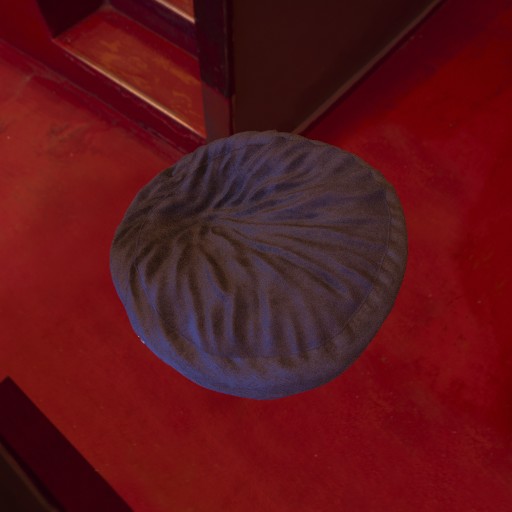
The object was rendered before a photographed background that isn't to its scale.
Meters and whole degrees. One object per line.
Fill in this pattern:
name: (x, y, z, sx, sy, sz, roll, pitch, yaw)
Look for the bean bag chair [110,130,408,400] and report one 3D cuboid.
bean bag chair: (0.000, 0.000, 2.035, 1.245, 0.821, 1.245, 0, 65, 0)
